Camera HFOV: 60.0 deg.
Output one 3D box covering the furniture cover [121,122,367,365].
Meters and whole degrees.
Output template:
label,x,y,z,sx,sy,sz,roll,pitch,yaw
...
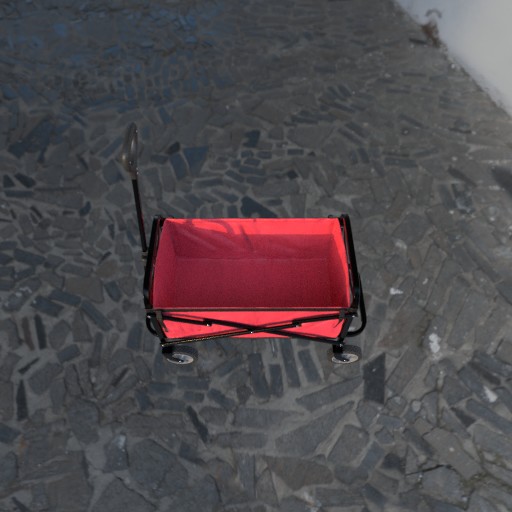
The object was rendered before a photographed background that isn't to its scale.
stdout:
label,x,y,z,sx,sy,sz,roll,pitch,yaw
furniture cover,0.000,0.000,1.825,1.038,1.295,0.532,0,57,0
